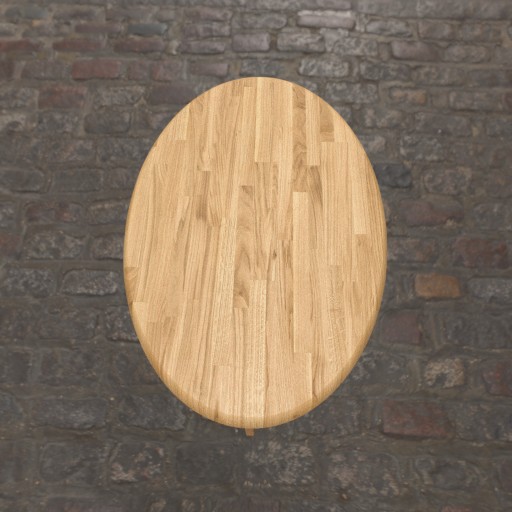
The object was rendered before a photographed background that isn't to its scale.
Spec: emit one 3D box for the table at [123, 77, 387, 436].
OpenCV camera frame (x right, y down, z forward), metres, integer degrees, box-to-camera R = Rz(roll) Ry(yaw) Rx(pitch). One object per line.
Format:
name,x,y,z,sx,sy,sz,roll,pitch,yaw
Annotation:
table,0.000,0.000,1.388,0.690,0.490,1.040,2,65,1
